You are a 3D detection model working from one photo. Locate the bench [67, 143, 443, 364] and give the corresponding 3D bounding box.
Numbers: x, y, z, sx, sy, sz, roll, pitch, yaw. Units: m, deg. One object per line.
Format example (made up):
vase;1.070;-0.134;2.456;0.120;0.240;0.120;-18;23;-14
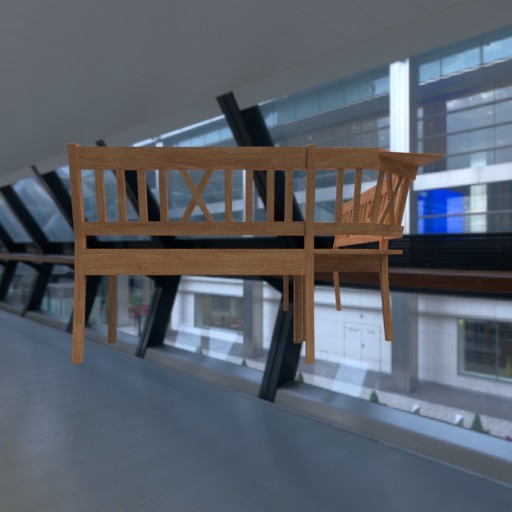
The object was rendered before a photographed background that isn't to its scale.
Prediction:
bench;0.000;0.000;2.757;1.537;0.902;1.937;0;0;0
